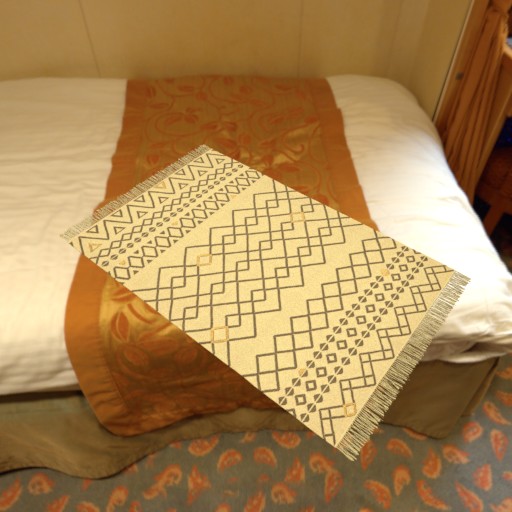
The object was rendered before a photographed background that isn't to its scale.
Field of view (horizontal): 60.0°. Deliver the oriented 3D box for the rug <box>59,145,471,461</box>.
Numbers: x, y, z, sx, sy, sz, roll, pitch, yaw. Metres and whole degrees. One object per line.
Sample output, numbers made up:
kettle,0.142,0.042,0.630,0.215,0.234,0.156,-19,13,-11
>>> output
rug,0.000,0.000,3.052,2.472,0.035,1.495,31,55,25
